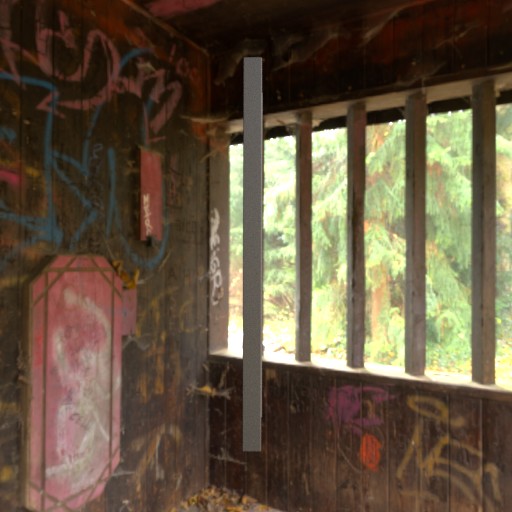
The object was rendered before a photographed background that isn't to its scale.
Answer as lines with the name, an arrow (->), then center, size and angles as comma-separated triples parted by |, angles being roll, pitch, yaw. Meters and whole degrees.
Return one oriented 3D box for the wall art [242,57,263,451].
wall art -> 0.000, 0.000, 0.560 | 0.016, 0.306, 0.432 | 0, -1, 1
